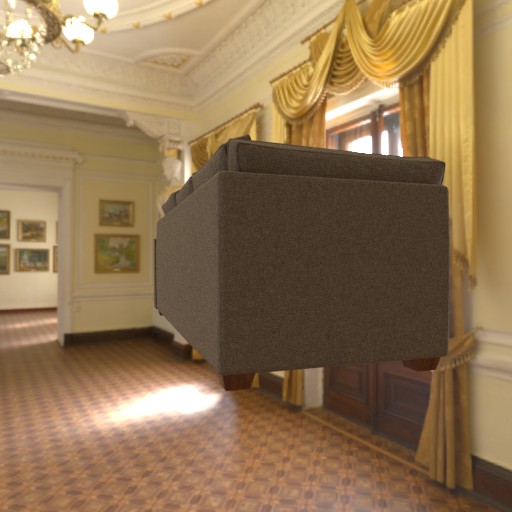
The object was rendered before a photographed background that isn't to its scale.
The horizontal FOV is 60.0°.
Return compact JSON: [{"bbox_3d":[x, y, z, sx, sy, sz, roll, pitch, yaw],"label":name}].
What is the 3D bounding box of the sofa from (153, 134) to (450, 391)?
[{"bbox_3d":[0.000,0.000,2.772,1.061,0.962,2.317,0,0,-18],"label":"sofa"}]
